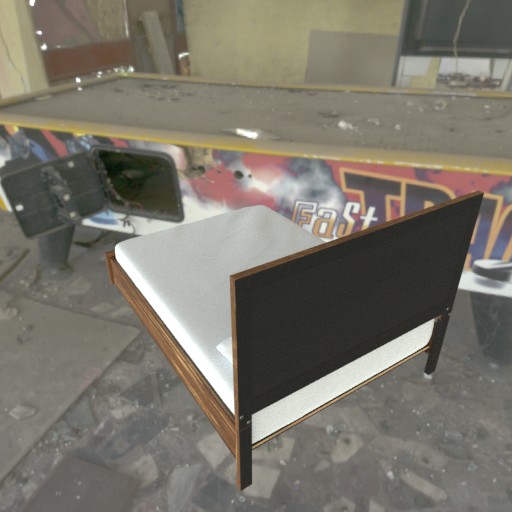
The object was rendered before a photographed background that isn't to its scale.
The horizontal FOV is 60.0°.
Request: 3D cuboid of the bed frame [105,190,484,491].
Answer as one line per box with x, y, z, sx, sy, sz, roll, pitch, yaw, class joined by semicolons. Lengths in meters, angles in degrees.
0.000;0.000;3.356;1.696;1.417;2.276;-18;35;-28;bed frame
